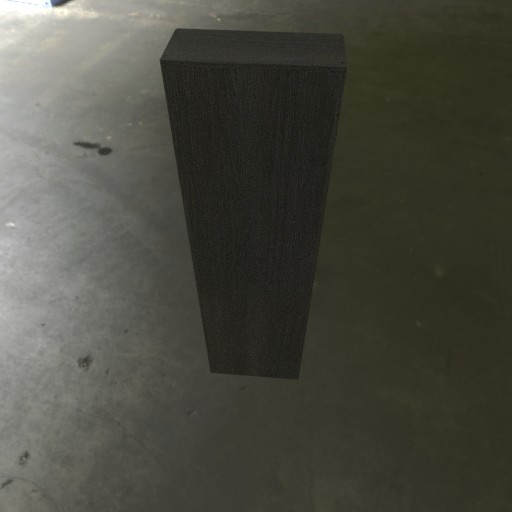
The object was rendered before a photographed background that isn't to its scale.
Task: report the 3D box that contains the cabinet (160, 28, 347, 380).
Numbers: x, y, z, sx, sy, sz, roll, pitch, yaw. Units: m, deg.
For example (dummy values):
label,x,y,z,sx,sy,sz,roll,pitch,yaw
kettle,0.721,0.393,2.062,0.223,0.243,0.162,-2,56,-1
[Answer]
label,x,y,z,sx,sy,sz,roll,pitch,yaw
cabinet,0.000,0.000,1.920,0.500,1.790,0.230,4,48,3
